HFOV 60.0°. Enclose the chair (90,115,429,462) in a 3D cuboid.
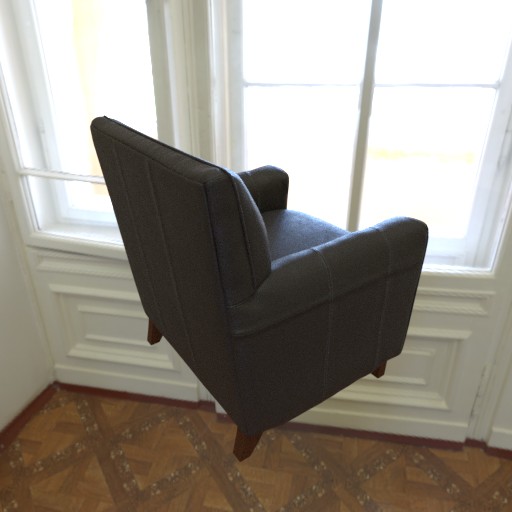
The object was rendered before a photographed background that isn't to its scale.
[{"bbox_3d":[0.000,0.000,1.597,0.825,0.943,0.870,-18,32,-31],"label":"chair"}]
